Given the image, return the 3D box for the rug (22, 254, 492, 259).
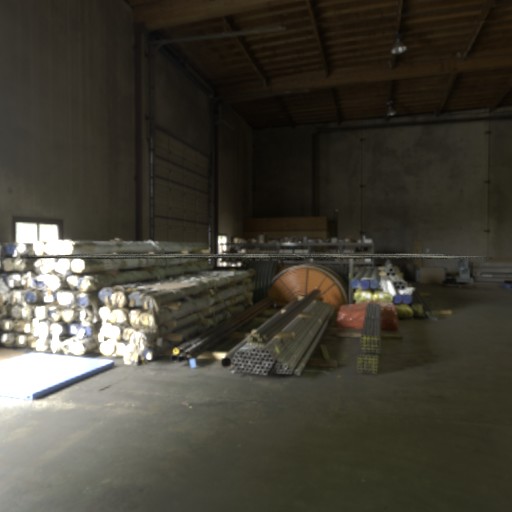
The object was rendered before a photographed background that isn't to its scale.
[{"bbox_3d":[0.000,0.000,2.666,2.434,0.012,0.760,0,2,1],"label":"rug"}]
